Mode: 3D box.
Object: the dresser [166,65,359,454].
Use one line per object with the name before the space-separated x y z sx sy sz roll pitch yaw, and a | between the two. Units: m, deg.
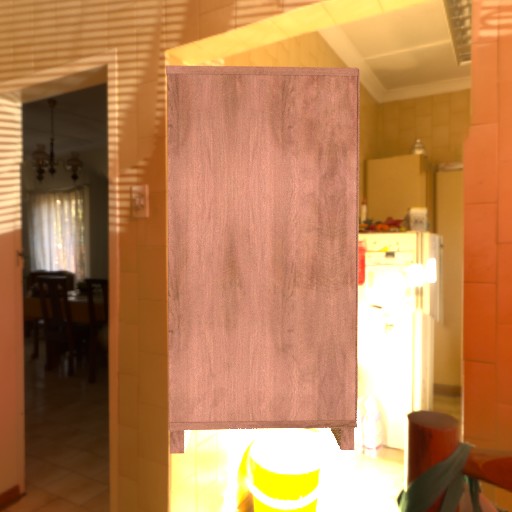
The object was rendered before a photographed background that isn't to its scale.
dresser | 0.000 0.000 1.431 0.404 0.816 0.994 0 1 -2
